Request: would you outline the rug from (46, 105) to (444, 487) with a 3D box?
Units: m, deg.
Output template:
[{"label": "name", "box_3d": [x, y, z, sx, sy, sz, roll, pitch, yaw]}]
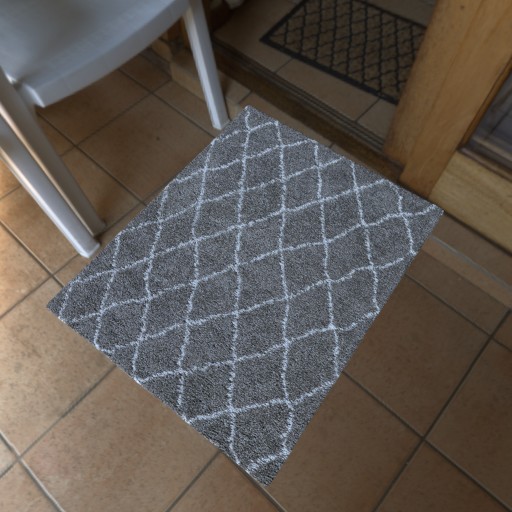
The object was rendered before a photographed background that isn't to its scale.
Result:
[{"label": "rug", "box_3d": [0.000, 0.000, 4.186, 2.438, 0.029, 3.047, 33, 67, 16]}]
